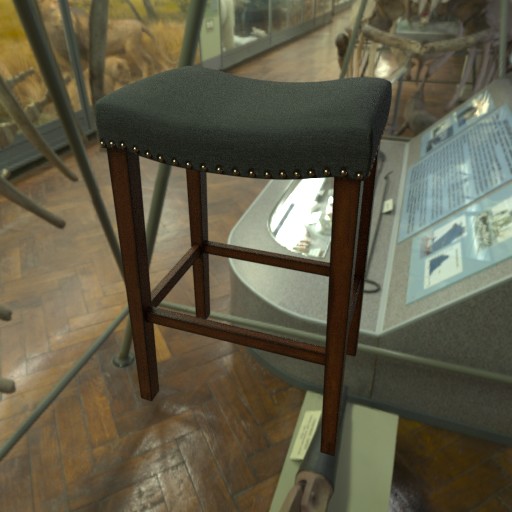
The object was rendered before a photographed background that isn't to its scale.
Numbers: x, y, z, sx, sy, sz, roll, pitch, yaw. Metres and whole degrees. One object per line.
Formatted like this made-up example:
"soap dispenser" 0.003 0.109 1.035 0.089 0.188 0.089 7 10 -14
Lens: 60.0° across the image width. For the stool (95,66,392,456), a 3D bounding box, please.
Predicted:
"stool" 0.000 0.000 1.017 0.502 0.760 0.366 11 34 16
